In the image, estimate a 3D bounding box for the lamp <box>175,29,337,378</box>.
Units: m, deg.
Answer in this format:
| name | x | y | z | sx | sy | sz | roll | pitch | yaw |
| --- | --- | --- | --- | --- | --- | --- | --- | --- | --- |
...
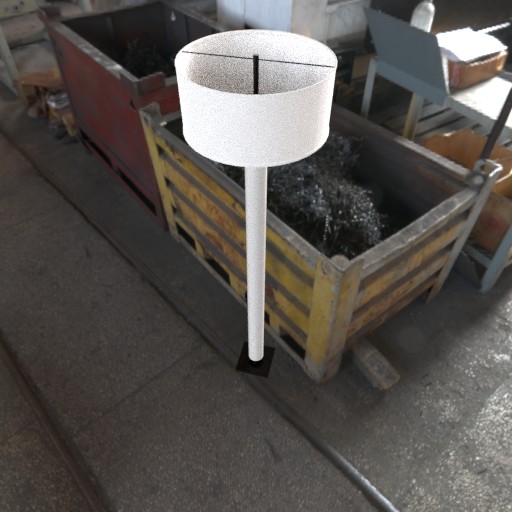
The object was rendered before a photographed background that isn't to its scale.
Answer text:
| name | x | y | z | sx | sy | sz | roll | pitch | yaw |
| --- | --- | --- | --- | --- | --- | --- | --- | --- | --- |
| lamp | 0.000 | 0.000 | 1.665 | 0.420 | 1.475 | 0.420 | 10 | 46 | 10 |
